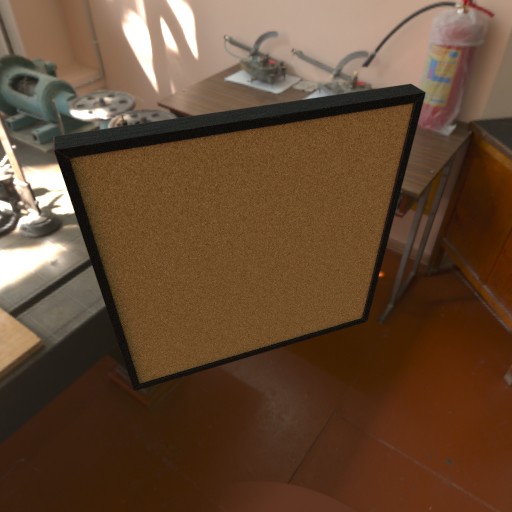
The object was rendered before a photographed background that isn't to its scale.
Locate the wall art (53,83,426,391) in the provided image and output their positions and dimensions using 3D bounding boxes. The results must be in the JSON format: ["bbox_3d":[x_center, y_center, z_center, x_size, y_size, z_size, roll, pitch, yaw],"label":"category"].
[{"bbox_3d":[0.000,0.000,0.752,0.506,0.506,0.036,-13,43,-15],"label":"wall art"}]
